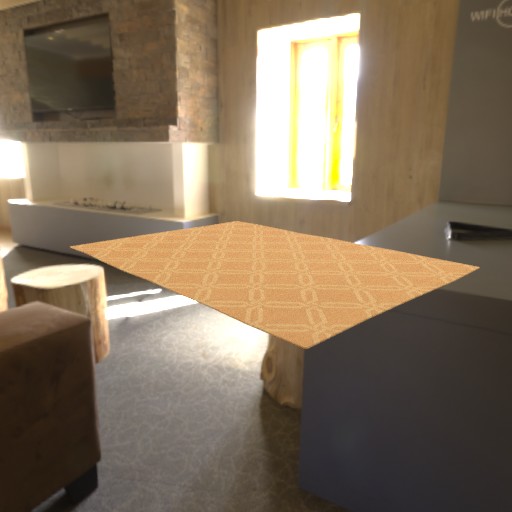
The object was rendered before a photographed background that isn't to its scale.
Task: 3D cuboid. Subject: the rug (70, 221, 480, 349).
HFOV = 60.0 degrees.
[{"bbox_3d":[0.000,0.000,2.770,1.524,0.013,2.135,-13,19,-41],"label":"rug"}]
